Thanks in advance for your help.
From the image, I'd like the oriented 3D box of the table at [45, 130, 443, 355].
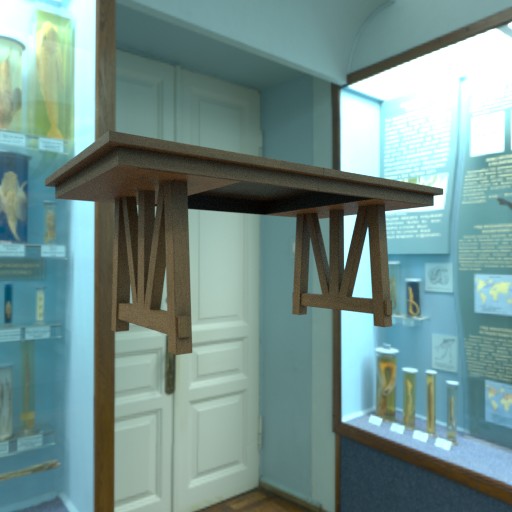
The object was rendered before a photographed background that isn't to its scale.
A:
[{"bbox_3d":[0.000,0.000,2.360,1.881,0.768,1.016,1,-1,-36],"label":"table"}]
